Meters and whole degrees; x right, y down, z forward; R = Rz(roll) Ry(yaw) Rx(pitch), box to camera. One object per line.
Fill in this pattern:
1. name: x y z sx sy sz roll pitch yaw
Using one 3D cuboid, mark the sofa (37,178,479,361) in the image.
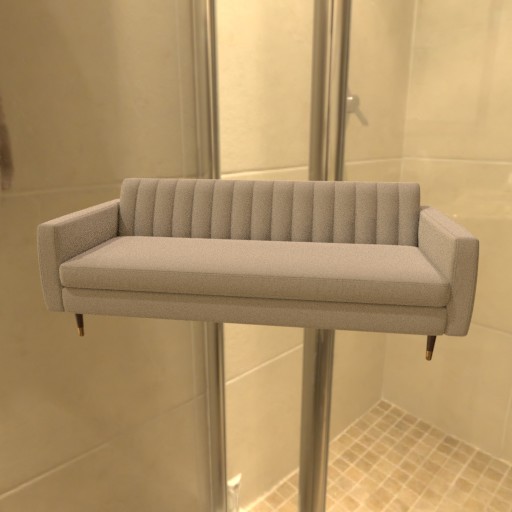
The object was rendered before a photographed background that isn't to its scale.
1. sofa: 0.000 0.000 2.684 2.291 0.821 0.990 2 16 8
